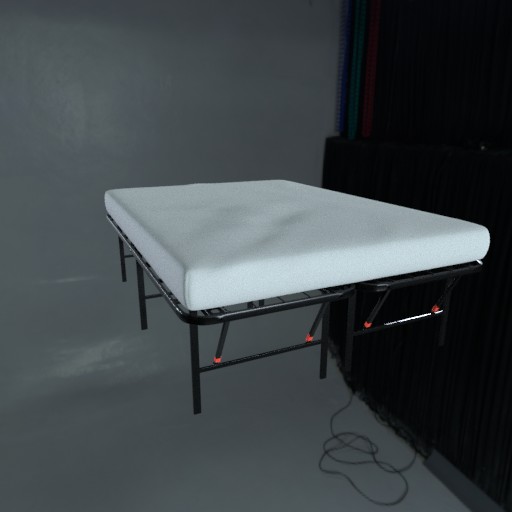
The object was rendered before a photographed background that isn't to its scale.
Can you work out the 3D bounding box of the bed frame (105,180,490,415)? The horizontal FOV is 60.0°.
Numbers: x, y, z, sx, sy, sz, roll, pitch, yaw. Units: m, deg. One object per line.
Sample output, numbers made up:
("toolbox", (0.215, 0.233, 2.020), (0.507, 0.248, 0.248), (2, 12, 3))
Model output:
("bed frame", (0.000, 0.000, 2.497), (1.372, 0.637, 1.905), (-8, 18, -24))
